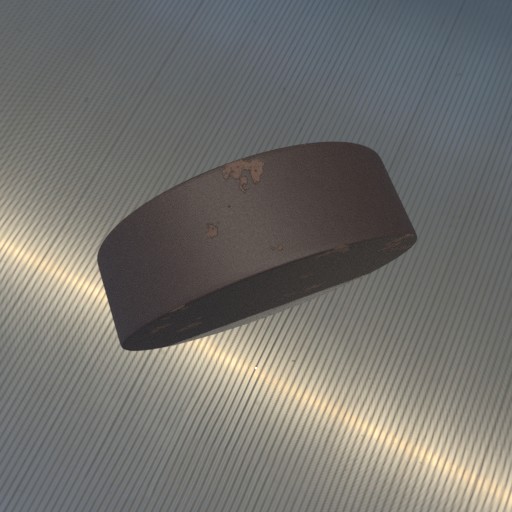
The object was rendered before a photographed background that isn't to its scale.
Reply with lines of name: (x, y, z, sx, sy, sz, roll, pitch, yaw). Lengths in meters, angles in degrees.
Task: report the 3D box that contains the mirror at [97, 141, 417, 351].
mirror: (0.000, 0.000, 0.586, 0.386, 0.386, 0.126, -19, 77, -5)
